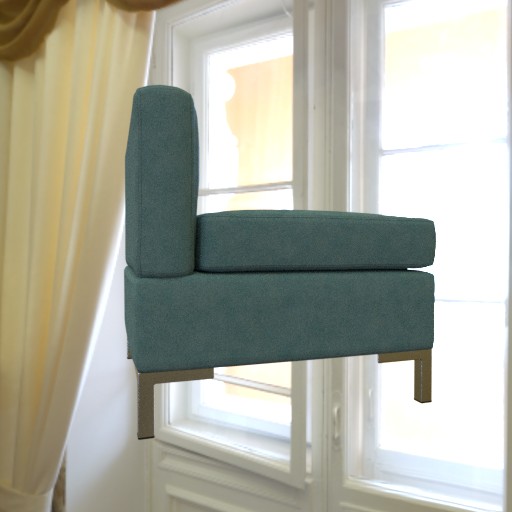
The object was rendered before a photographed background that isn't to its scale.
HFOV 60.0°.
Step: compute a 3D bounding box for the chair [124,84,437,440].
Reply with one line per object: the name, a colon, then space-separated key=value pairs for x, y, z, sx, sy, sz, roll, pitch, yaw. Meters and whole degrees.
chair: x=0.000 y=0.000 z=1.212 sx=0.685 sy=0.660 sz=0.684 roll=0 pitch=1 yaw=-18
